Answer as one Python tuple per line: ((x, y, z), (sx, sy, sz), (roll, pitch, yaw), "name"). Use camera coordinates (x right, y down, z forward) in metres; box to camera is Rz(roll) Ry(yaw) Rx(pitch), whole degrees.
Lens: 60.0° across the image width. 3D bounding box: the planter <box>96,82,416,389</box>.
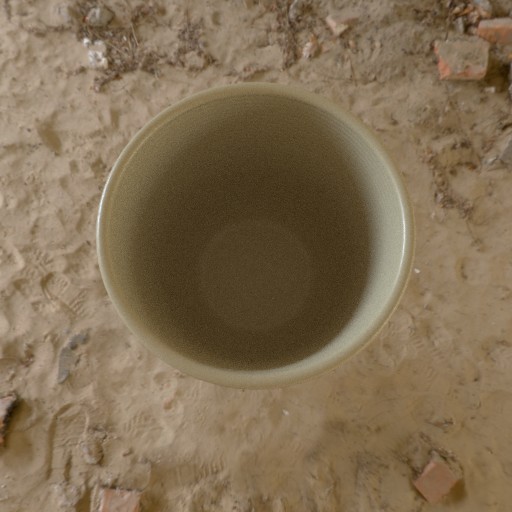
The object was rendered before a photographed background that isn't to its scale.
((0.000, 0.000, 0.376), (0.206, 0.190, 0.206), (0, 77, 0), "planter")
